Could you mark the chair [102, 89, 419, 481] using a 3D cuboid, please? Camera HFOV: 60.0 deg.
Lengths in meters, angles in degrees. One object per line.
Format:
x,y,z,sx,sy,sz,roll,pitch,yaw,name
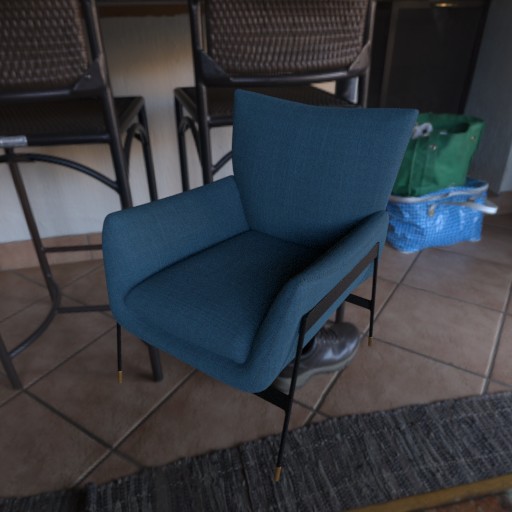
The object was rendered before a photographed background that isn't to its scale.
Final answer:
0.000,0.000,1.405,0.678,0.859,0.769,19,34,30,chair
